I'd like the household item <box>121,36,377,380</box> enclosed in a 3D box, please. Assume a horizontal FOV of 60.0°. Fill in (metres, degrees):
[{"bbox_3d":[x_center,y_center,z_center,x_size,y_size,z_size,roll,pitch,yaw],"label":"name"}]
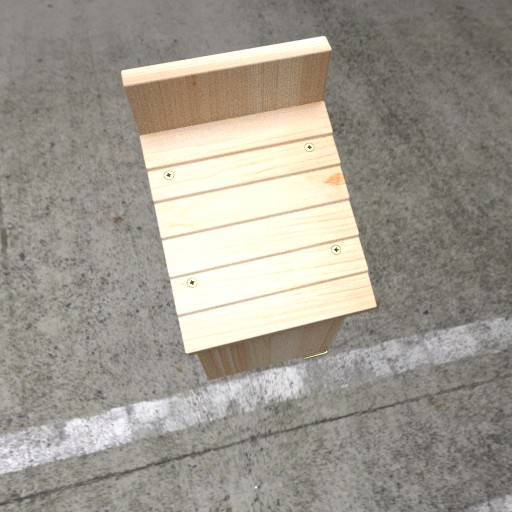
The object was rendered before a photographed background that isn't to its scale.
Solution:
[{"bbox_3d":[0.000,0.000,0.404,0.149,0.300,0.171,-13,63,-7],"label":"household item"}]
